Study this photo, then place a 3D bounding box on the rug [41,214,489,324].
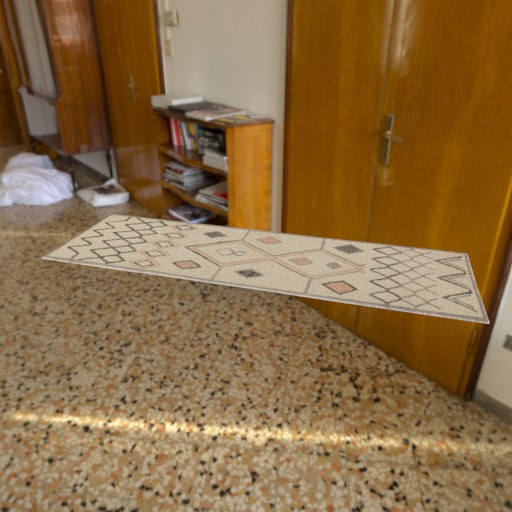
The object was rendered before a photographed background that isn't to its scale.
[{"bbox_3d":[0.000,0.000,2.647,2.435,0.011,0.750,7,27,14],"label":"rug"}]
